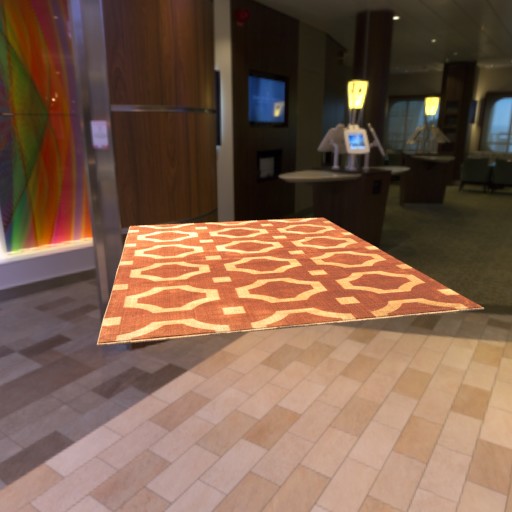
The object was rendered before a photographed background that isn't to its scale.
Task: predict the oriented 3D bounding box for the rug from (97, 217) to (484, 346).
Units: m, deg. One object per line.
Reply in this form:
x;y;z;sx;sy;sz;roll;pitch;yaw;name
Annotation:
0.000;0.000;4.137;2.466;0.021;3.049;-3;17;-11;rug
